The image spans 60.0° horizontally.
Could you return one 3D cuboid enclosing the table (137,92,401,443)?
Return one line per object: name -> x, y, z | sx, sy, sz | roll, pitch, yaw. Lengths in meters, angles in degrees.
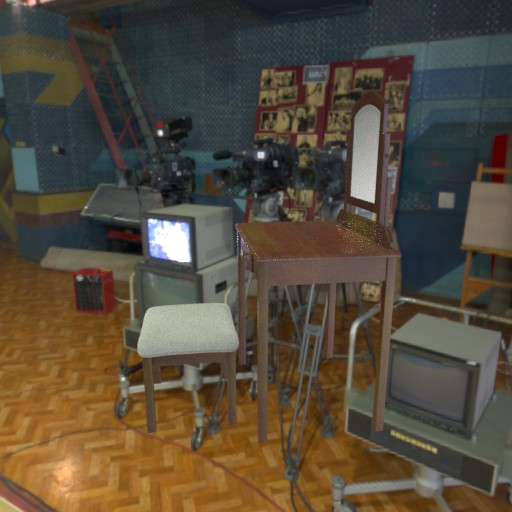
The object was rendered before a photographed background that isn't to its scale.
table -> 0.000, 0.000, 2.315 | 1.211, 1.631, 0.876 | -2, 14, -8
